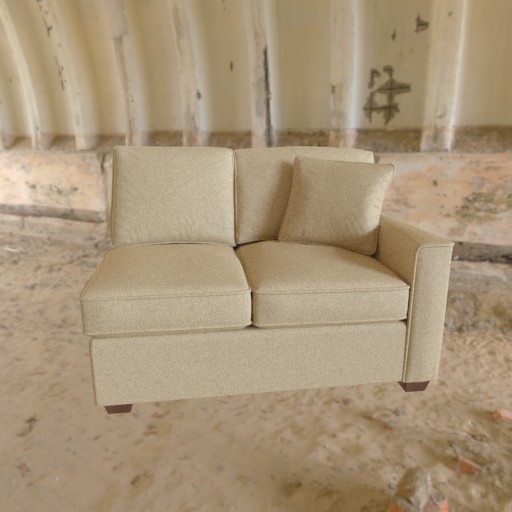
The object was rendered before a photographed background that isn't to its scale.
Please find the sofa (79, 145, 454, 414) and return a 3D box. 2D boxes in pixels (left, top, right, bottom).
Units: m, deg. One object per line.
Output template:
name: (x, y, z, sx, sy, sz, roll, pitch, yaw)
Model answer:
sofa: (0.000, 0.000, 2.058, 1.388, 0.989, 0.991, -2, 15, -7)
